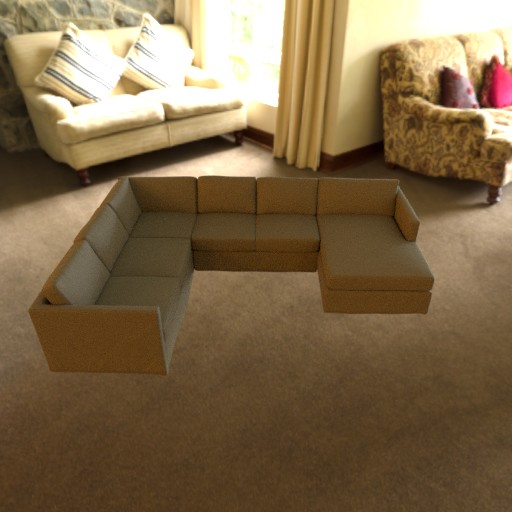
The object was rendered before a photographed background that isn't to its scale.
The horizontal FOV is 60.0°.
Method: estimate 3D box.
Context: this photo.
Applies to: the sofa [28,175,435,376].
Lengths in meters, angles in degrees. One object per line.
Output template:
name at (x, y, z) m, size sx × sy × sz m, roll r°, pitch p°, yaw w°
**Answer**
sofa at (0.000, 0.000, 4.509) m, size 3.460 × 0.882 × 2.427 m, roll 1°, pitch 33°, yaw 1°
